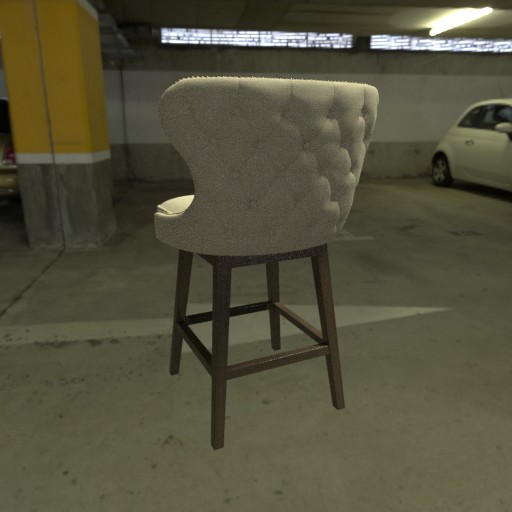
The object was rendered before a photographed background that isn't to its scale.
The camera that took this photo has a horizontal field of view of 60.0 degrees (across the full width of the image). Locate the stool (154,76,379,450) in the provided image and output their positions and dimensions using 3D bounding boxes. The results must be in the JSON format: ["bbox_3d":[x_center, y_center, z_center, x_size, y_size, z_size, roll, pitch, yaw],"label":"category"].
[{"bbox_3d":[0.000,0.000,1.362,0.615,0.972,0.597,-8,18,-25],"label":"stool"}]
